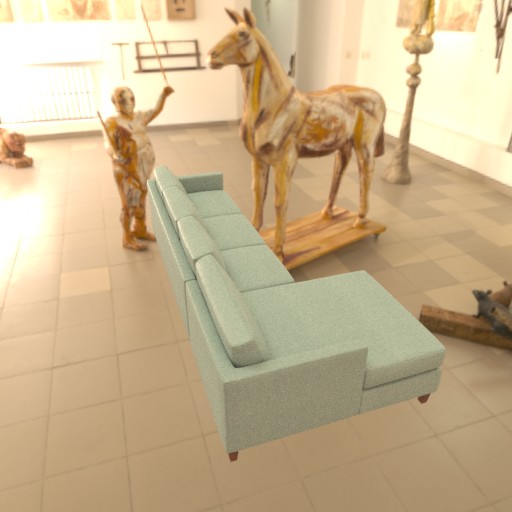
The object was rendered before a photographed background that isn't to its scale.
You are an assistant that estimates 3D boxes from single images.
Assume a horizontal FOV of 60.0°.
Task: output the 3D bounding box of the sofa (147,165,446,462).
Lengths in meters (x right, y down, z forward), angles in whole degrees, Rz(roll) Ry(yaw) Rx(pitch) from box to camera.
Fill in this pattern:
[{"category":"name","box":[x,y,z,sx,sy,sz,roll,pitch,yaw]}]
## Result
[{"category":"sofa","box":[0.000,0.000,4.207,1.600,0.953,3.470,-10,31,-16]}]
